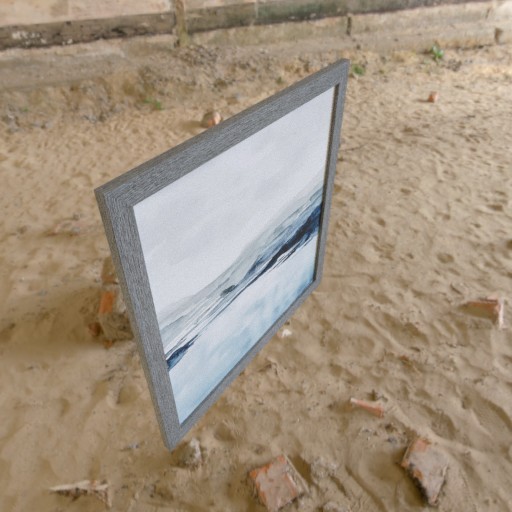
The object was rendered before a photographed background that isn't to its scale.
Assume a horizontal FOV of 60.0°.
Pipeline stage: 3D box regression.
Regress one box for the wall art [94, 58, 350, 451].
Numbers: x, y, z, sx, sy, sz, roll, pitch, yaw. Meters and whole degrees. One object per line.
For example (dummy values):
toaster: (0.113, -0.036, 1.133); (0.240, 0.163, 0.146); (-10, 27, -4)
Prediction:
wall art: (0.000, 0.000, 0.999); (0.020, 0.685, 0.685); (25, 46, 27)
